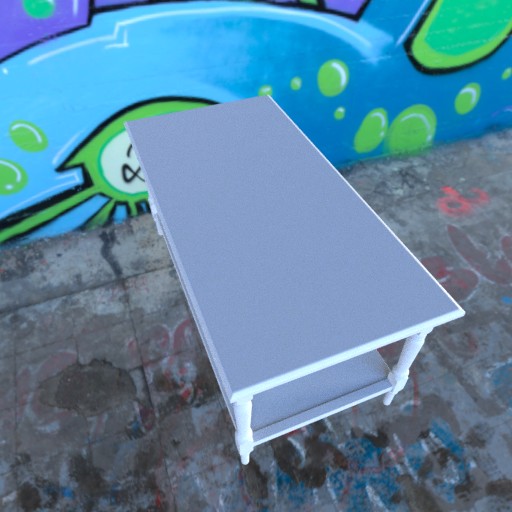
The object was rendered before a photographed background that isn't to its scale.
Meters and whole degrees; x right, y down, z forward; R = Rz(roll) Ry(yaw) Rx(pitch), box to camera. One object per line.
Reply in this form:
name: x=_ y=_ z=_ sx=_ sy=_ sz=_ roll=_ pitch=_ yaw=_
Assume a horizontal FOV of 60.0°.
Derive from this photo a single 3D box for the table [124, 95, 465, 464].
table: x=0.000 y=0.000 z=1.441 sx=0.551 sy=0.506 sz=1.109 roll=-16 pitch=48 yaw=-15
